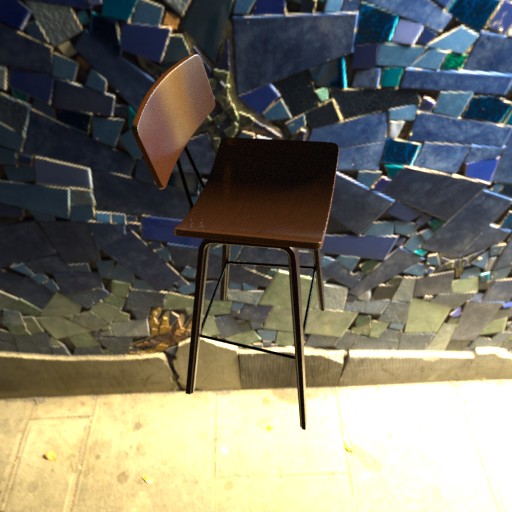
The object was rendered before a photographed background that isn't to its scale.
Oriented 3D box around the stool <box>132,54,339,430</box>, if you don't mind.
[{"bbox_3d":[0.000,0.000,1.260,0.440,0.969,0.509,9,47,9],"label":"stool"}]
